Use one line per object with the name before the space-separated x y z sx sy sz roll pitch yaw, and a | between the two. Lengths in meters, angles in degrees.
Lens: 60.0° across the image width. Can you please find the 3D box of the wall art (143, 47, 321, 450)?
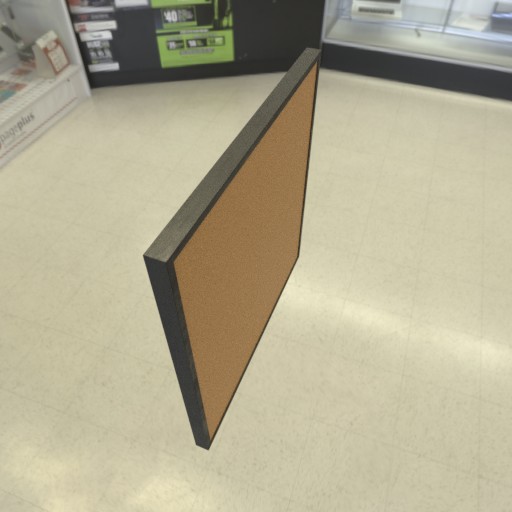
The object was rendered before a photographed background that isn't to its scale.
wall art | 0.000 0.000 1.150 0.039 0.763 0.763 17 50 15
